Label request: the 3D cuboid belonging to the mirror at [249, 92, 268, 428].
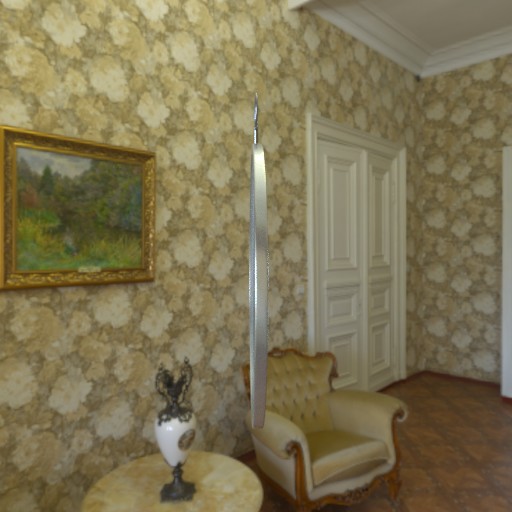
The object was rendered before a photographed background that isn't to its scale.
[{"bbox_3d":[0.000,0.000,0.973,0.020,0.713,0.594,0,0,-2],"label":"mirror"}]
